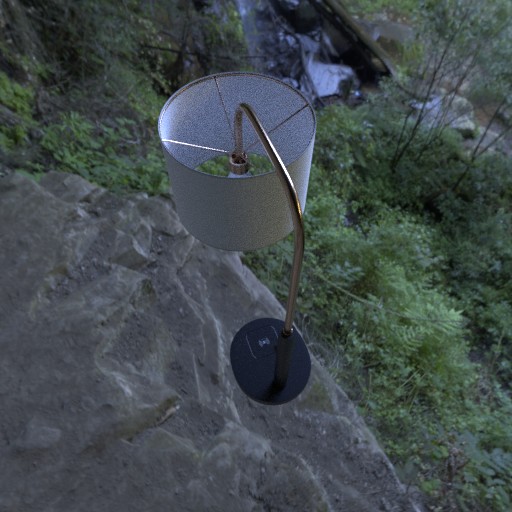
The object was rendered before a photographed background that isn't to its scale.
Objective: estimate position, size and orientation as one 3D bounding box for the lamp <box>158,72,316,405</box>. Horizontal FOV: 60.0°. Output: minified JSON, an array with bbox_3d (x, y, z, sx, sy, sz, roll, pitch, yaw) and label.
[{"bbox_3d":[0.000,0.000,0.706,0.199,0.540,0.337,-17,58,-11],"label":"lamp"}]
